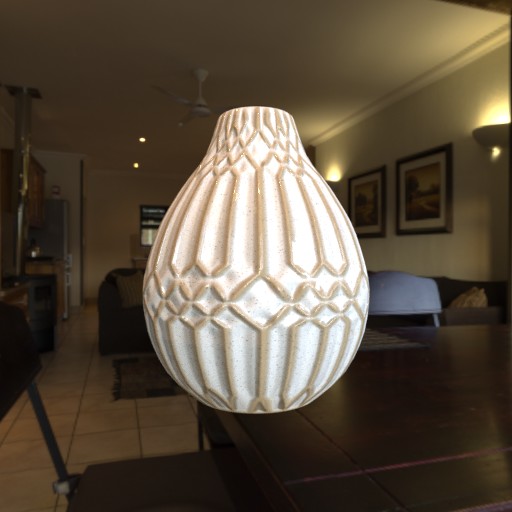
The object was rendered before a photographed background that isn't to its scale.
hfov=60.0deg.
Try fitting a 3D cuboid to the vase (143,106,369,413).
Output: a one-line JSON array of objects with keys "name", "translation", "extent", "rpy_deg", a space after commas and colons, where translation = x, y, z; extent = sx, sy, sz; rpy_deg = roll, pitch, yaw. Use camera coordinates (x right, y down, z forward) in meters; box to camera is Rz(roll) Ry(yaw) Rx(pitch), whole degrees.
[{"name": "vase", "translation": [0.000, 0.000, 0.321], "extent": [0.159, 0.200, 0.159], "rpy_deg": [0, 0, 0]}]
